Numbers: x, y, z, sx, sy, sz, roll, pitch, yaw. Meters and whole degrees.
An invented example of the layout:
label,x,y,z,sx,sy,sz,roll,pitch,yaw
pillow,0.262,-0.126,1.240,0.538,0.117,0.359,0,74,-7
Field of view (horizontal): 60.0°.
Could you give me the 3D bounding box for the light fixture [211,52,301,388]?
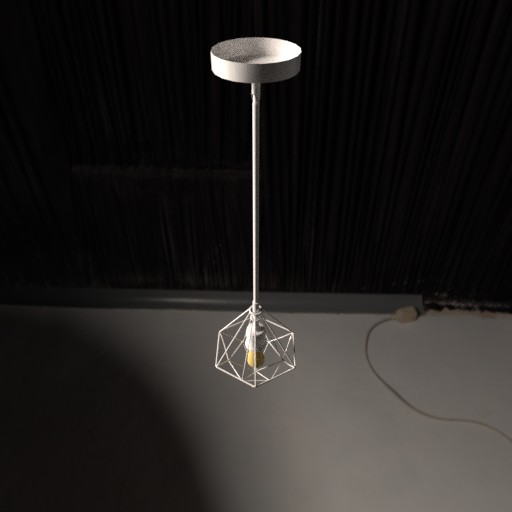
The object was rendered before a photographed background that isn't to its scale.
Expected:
label,x,y,z,sx,sy,sz,roll,pitch,yaw
light fixture,0.000,0.000,2.016,0.431,1.764,0.487,1,40,1
